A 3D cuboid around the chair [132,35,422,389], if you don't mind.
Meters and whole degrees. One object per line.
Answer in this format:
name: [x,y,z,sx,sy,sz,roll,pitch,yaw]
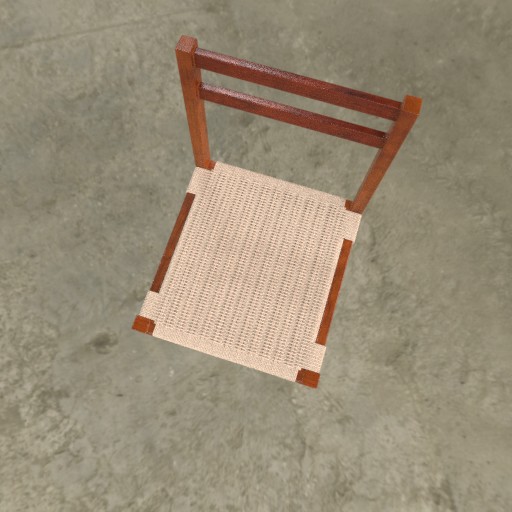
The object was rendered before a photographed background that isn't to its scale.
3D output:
chair: [0.000,0.000,1.202,0.495,0.851,0.569,17,76,4]
